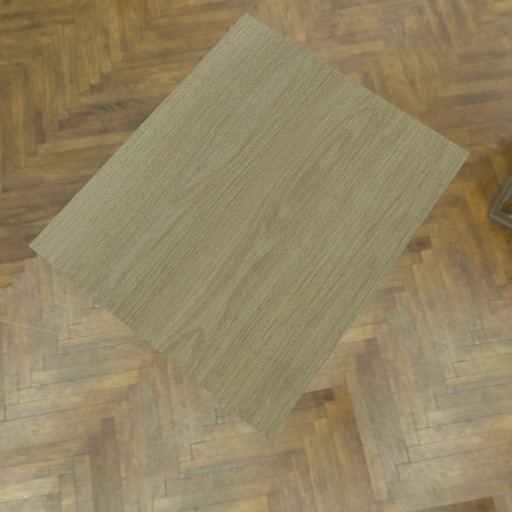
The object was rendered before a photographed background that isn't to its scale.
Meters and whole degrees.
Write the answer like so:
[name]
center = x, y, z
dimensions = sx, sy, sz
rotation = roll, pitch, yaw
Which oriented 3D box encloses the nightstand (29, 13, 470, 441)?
[nightstand]
center = 0.000, 0.000, 0.852
dimensions = 0.380, 0.571, 0.450
rotation = 36, 78, 9
